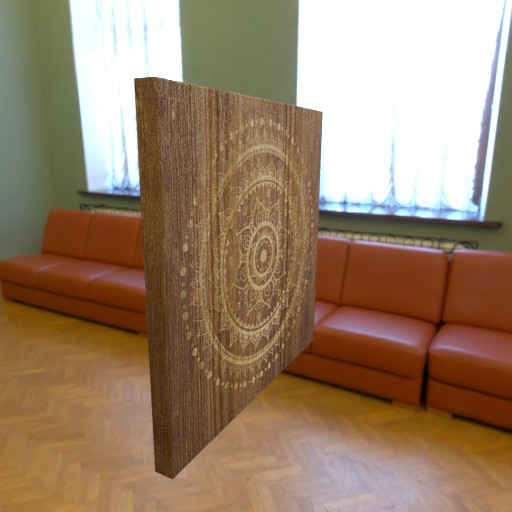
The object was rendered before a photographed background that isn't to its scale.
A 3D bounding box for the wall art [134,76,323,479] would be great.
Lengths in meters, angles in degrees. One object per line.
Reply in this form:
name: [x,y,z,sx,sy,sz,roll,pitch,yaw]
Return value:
wall art: [0.000,0.000,0.902,0.042,0.608,0.611,7,16,28]
